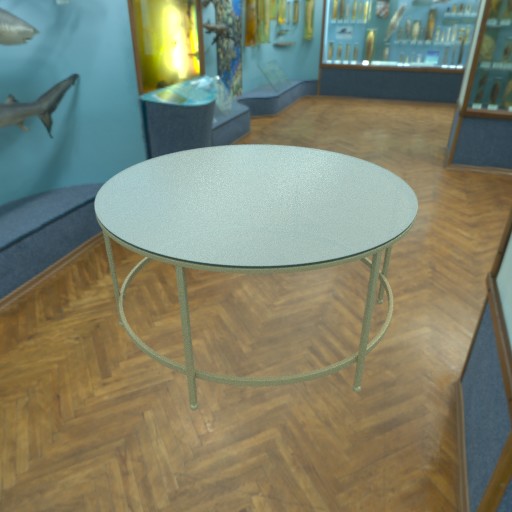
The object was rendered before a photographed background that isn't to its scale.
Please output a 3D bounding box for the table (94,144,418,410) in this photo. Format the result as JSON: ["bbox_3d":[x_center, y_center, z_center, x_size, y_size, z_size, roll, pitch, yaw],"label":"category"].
[{"bbox_3d":[0.000,0.000,1.428,0.914,0.470,0.914,0,30,0],"label":"table"}]
